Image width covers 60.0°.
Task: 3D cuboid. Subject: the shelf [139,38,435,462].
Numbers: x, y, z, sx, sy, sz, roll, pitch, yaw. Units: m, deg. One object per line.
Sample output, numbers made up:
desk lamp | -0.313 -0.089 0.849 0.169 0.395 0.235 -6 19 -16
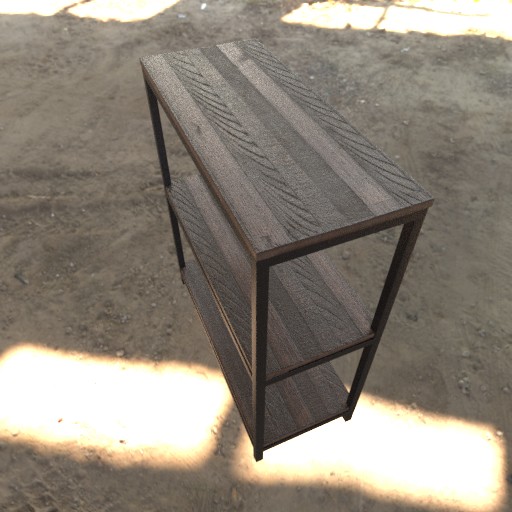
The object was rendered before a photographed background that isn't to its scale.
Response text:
shelf | 0.000 0.000 1.357 0.352 0.947 0.822 -17 49 -16
